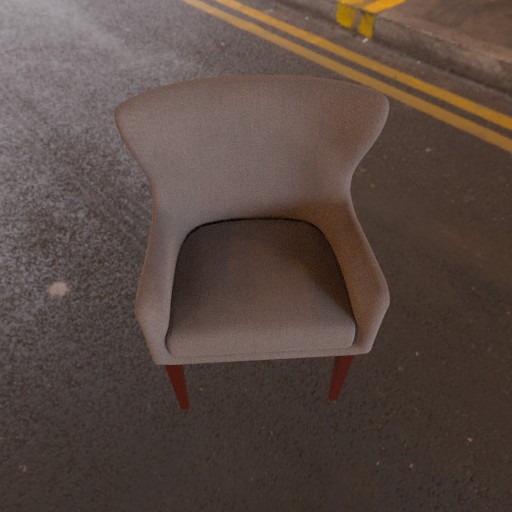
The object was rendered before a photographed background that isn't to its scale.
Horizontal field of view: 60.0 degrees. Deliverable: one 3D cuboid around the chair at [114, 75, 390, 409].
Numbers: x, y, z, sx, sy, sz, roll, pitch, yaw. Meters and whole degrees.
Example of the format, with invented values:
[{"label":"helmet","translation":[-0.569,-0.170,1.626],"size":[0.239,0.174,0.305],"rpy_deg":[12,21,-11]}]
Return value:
[{"label":"chair","translation":[0.000,0.000,1.438],"size":[0.732,0.948,0.677],"rpy_deg":[-3,48,-2]}]
